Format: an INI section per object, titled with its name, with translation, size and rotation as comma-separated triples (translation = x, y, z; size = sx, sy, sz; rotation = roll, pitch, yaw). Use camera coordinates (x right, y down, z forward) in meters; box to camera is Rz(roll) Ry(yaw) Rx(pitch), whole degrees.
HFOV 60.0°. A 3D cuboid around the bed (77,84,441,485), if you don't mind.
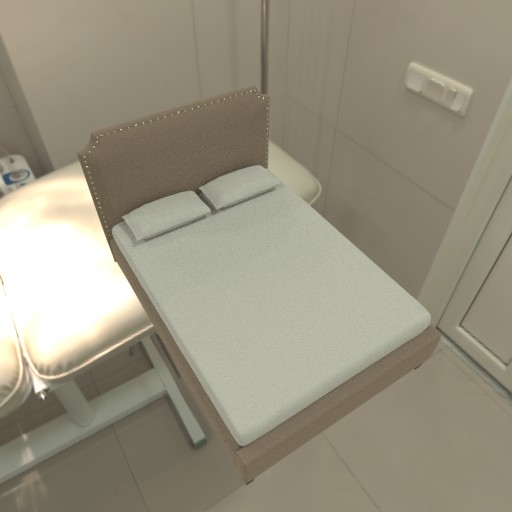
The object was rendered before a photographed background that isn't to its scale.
[bed]
translation = 0.000, 0.000, 3.377
size = 1.713, 1.443, 2.372
rotation = -25, 51, -22
